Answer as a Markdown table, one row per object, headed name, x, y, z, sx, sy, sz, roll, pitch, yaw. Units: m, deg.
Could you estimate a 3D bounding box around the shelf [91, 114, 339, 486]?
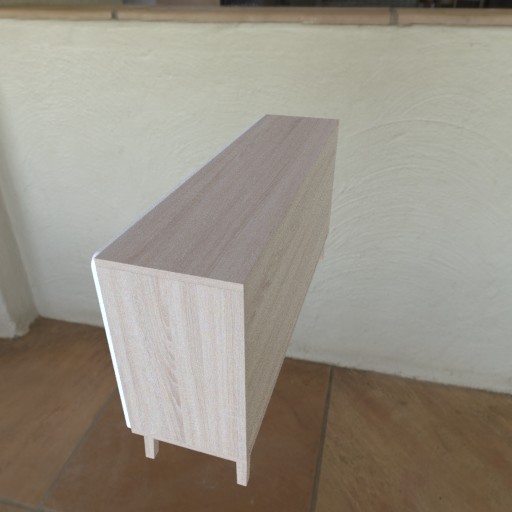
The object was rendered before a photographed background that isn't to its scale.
| name | x | y | z | sx | sy | sz | roll | pitch | yaw |
| --- | --- | --- | --- | --- | --- | --- | --- | --- | --- |
| shelf | 0.000 | 0.000 | 1.814 | 0.400 | 0.780 | 1.490 | 9 | 32 | 15 |
